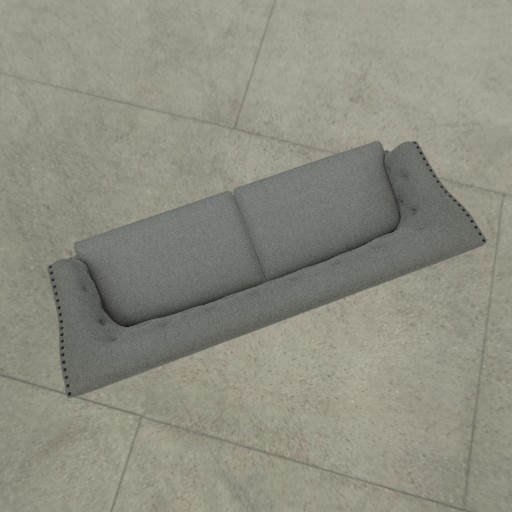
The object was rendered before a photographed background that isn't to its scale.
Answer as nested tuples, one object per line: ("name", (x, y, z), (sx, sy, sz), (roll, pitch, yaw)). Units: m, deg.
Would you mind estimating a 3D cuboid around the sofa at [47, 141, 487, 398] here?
("sofa", (0.000, 0.000, 2.688), (2.235, 0.901, 0.914), (-20, 75, -5))
